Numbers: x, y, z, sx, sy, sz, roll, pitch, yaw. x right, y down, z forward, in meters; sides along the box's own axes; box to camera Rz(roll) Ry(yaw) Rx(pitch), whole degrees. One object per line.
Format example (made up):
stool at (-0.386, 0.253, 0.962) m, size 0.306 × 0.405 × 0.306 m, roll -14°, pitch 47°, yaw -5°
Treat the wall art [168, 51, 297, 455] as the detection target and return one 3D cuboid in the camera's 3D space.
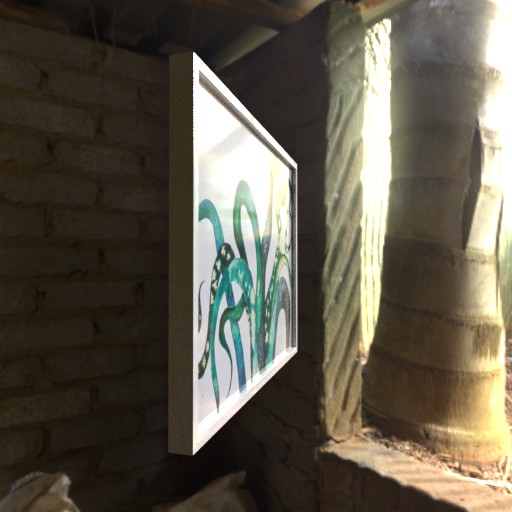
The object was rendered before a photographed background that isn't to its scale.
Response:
wall art at (0.000, 0.000, 1.369) m, size 0.053 × 0.787 × 1.041 m, roll 0°, pitch -1°, yaw 16°
